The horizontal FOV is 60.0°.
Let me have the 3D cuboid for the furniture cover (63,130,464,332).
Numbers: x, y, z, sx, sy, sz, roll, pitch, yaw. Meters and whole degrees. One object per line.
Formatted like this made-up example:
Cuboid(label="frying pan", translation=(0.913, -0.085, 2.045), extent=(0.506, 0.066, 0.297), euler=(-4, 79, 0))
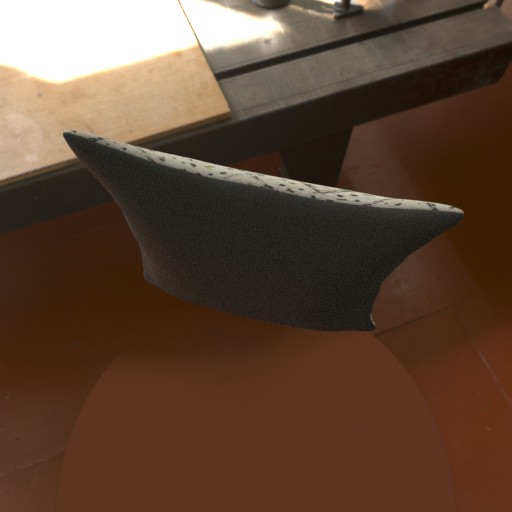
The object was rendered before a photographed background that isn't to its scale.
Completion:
Cuboid(label="furniture cover", translation=(0.000, 0.000, 0.774), extent=(0.525, 0.498, 0.180), euler=(12, 64, 6))
